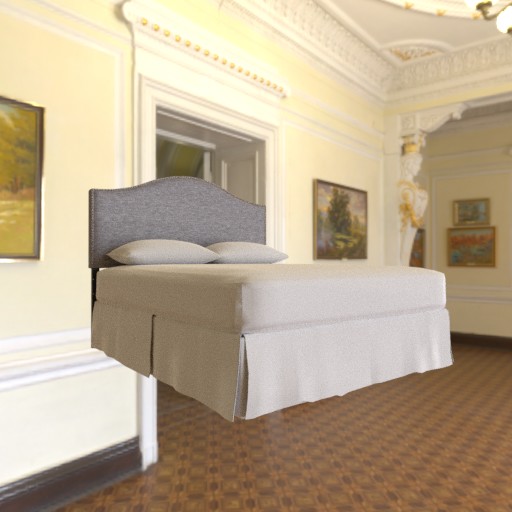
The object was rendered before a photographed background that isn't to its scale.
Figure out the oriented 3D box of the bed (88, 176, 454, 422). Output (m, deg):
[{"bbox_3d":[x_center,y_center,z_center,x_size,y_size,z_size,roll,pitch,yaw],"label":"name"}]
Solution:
[{"bbox_3d":[0.000,0.000,2.883,1.610,1.295,1.870,0,-1,-38],"label":"bed"}]
